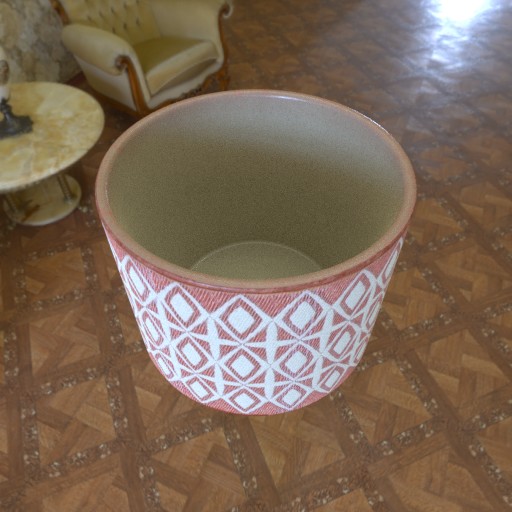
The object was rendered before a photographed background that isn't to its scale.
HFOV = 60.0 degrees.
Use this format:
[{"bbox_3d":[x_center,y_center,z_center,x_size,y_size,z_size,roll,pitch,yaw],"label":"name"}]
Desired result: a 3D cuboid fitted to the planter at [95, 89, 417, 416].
[{"bbox_3d":[0.000,0.000,0.472,0.273,0.237,0.273,0,48,0],"label":"planter"}]
